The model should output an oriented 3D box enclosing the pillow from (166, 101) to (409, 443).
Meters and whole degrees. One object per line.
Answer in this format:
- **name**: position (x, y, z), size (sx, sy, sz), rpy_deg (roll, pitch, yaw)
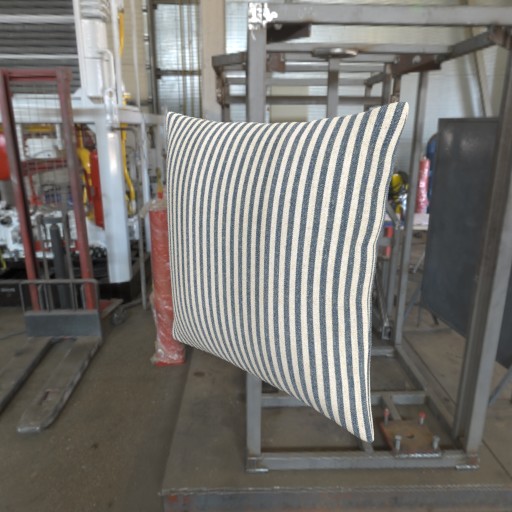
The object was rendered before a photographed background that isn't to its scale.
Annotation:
- **pillow**: position (0.000, 0.000, 0.802), size (0.523, 0.510, 0.166), rpy_deg (15, 22, 41)
